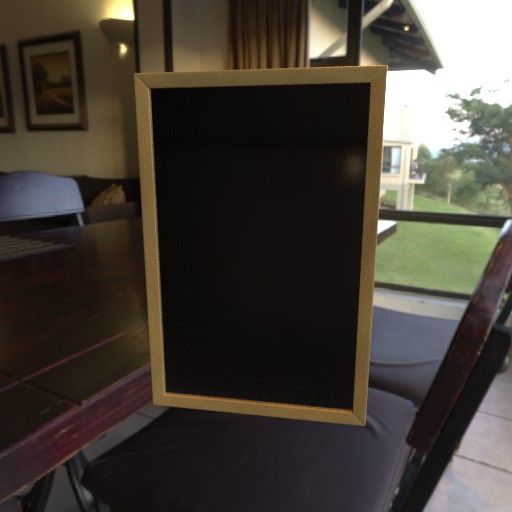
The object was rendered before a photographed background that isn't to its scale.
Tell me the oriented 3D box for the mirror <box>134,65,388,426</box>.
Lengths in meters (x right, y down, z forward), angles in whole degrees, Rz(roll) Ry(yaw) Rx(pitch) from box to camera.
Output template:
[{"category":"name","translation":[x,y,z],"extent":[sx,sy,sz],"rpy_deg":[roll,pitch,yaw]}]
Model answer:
[{"category":"mirror","translation":[0.000,0.000,1.170],"extent":[0.609,0.915,0.040],"rpy_deg":[2,13,10]}]
